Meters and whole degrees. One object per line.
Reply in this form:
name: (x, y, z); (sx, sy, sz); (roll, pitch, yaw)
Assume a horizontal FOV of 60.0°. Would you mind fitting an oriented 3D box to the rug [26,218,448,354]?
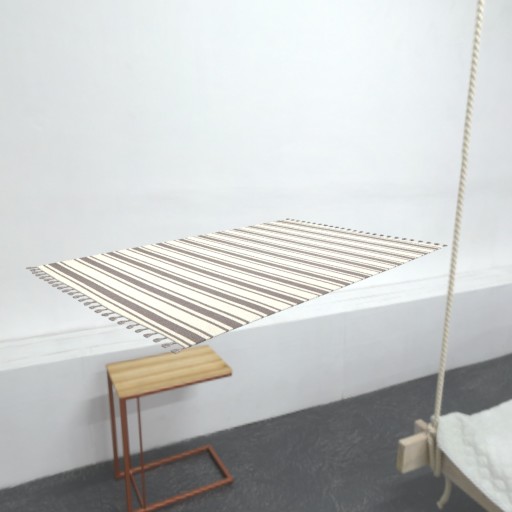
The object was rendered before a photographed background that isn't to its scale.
rug: (0.000, 0.000, 2.966); (2.425, 0.014, 1.563); (-14, 21, -43)
